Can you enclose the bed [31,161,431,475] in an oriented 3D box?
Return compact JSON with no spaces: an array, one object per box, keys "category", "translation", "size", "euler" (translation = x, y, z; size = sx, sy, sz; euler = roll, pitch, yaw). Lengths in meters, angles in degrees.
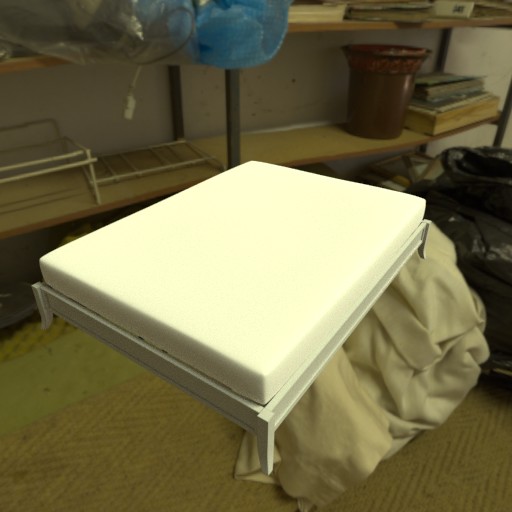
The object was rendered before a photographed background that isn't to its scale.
[{"category":"bed","translation":[0.000,0.000,2.813],"size":[1.604,0.510,2.108],"euler":[20,36,30]}]
